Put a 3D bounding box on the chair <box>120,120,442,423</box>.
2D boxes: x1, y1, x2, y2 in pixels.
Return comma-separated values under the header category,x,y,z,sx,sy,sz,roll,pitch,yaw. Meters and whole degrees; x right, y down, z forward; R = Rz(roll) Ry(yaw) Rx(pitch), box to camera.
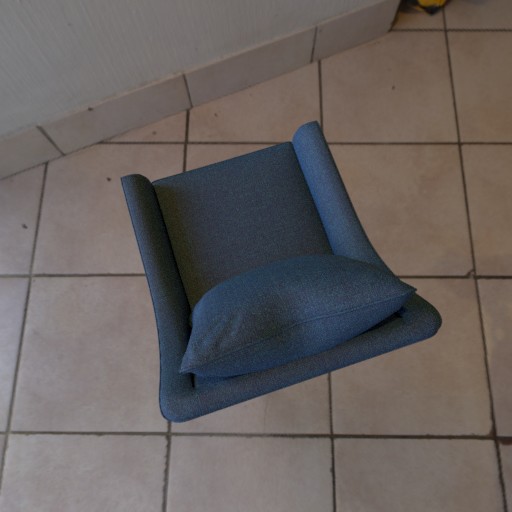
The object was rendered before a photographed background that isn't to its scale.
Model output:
category,x,y,z,sx,sy,sz,roll,pitch,yaw
chair,0.000,0.000,1.544,0.750,0.939,0.870,-17,75,-5
